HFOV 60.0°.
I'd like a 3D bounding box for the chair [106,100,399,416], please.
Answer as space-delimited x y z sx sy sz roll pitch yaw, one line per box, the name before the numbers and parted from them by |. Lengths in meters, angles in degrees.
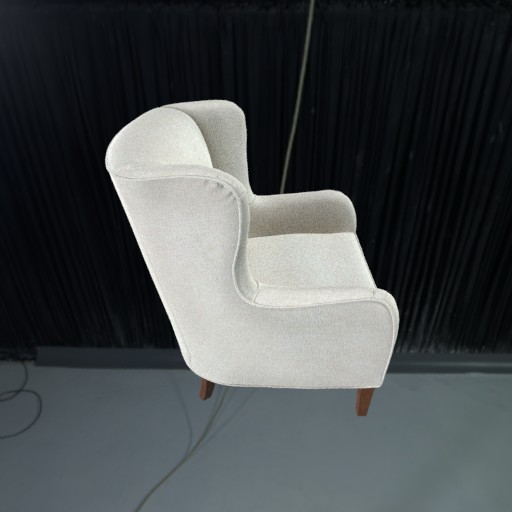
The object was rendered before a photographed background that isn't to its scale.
chair | 0.000 0.000 1.782 0.966 1.040 0.838 0 33 -1
